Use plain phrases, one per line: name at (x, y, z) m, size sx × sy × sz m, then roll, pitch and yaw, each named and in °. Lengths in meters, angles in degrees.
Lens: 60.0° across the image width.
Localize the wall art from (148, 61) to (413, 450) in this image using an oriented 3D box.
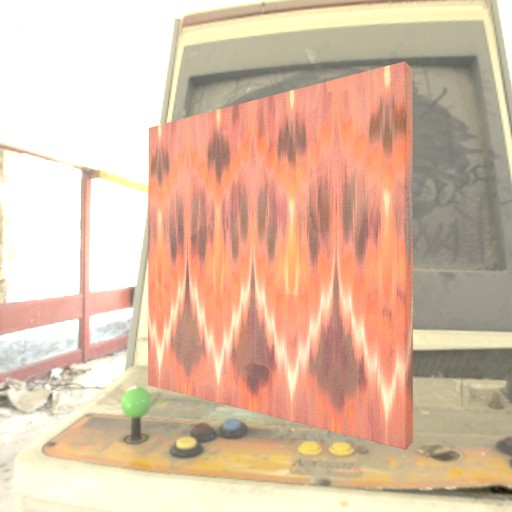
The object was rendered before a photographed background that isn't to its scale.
wall art at (0.000, 0.000, 0.883) m, size 0.603 × 0.609 × 0.037 m, roll 0°, pitch 0°, yaw 36°
